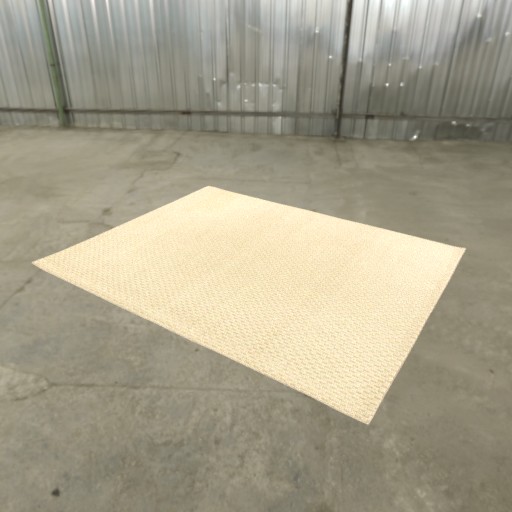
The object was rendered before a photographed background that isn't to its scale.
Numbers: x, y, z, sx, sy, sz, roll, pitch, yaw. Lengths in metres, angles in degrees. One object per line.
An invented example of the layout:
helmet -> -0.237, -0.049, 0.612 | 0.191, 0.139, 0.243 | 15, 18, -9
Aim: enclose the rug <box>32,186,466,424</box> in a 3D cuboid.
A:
rug -> 0.000, 0.000, 3.743 | 2.897, 0.035, 2.277 | 18, 33, 29
